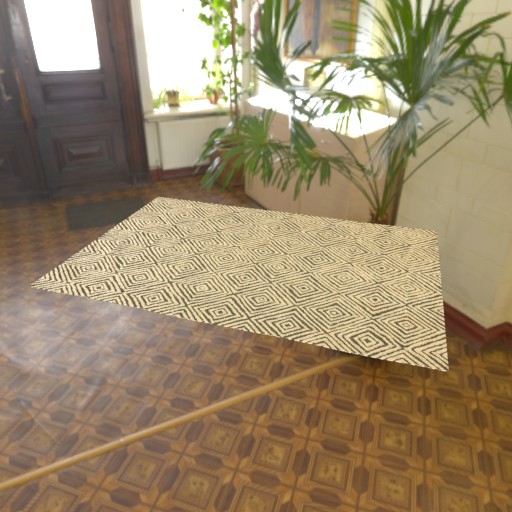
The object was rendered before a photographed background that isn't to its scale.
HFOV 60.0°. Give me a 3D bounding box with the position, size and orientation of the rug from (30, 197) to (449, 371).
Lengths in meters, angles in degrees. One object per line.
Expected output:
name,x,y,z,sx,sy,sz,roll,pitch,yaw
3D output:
rug,0.000,0.000,2.229,1.750,0.004,1.177,9,30,16
